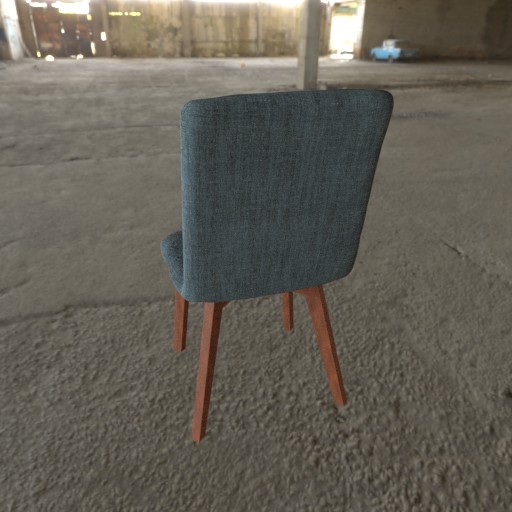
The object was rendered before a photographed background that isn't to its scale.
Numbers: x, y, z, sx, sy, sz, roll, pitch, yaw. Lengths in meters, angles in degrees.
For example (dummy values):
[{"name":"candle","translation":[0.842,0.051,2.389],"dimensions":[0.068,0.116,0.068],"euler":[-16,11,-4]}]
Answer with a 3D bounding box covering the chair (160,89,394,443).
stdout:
[{"name":"chair","translation":[0.000,0.000,1.320],"dimensions":[0.522,0.974,0.563],"euler":[-8,28,-16]}]
